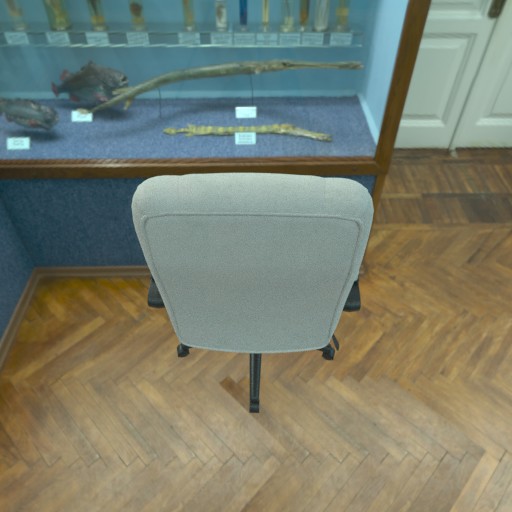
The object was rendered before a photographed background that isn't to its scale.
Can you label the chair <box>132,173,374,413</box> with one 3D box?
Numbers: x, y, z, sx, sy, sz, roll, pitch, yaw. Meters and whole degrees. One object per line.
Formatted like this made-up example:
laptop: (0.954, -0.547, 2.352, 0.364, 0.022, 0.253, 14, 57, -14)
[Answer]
chair: (0.000, 0.000, 1.512, 0.667, 1.105, 0.724, 1, 46, 1)
